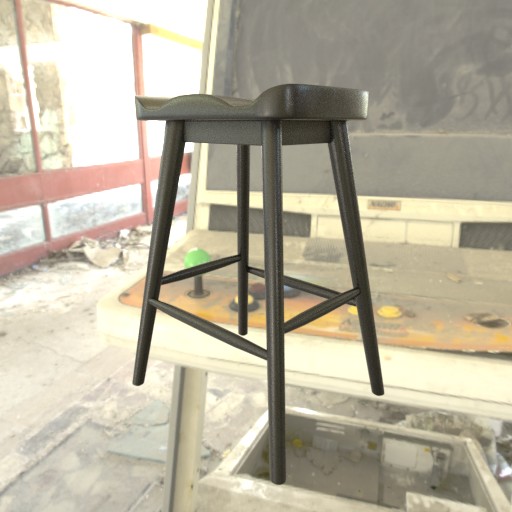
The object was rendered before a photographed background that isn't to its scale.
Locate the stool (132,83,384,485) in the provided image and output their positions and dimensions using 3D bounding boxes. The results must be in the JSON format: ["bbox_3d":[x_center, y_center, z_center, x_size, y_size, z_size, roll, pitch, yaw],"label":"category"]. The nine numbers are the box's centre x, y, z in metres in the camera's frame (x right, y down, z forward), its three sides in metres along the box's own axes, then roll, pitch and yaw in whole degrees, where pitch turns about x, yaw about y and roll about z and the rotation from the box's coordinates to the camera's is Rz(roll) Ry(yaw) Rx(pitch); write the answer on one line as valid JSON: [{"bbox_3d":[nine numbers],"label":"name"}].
[{"bbox_3d":[0.000,0.000,0.893,0.440,0.615,0.361,15,22,41],"label":"stool"}]
